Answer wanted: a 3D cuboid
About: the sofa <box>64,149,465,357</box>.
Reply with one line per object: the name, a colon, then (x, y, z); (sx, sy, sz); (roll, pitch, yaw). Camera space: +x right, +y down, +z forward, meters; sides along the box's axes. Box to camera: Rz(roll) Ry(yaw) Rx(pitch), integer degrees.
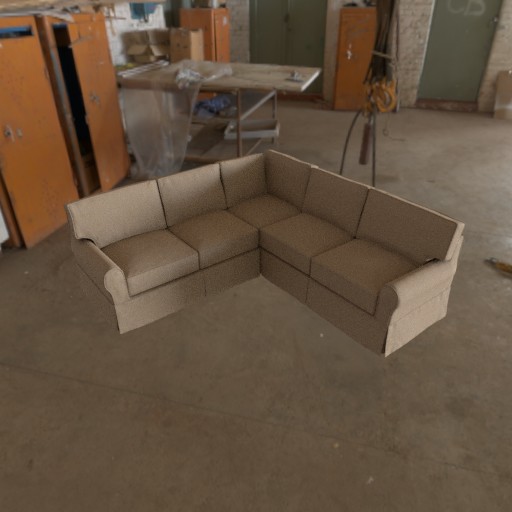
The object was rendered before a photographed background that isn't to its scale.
sofa: (0.000, 0.000, 4.307); (2.730, 1.124, 2.733); (-22, 37, -32)
